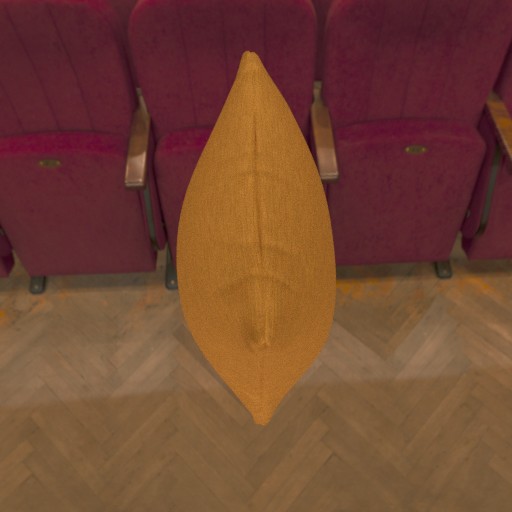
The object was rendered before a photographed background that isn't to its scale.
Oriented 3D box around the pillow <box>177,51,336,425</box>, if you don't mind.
[{"bbox_3d":[0.000,0.000,0.689,0.247,0.417,0.435,-2,60,-1],"label":"pillow"}]
